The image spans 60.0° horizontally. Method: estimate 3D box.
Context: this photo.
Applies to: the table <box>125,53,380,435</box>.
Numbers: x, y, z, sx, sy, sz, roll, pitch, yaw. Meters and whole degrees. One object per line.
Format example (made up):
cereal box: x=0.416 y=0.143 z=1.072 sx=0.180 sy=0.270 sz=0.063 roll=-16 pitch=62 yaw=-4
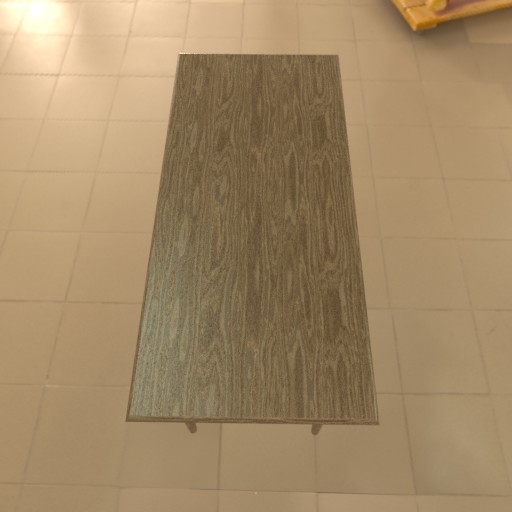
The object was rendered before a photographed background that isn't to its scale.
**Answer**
table: x=0.000 y=0.000 z=1.686 sx=0.599 sy=0.780 sz=1.300 roll=1 pitch=62 yaw=0
